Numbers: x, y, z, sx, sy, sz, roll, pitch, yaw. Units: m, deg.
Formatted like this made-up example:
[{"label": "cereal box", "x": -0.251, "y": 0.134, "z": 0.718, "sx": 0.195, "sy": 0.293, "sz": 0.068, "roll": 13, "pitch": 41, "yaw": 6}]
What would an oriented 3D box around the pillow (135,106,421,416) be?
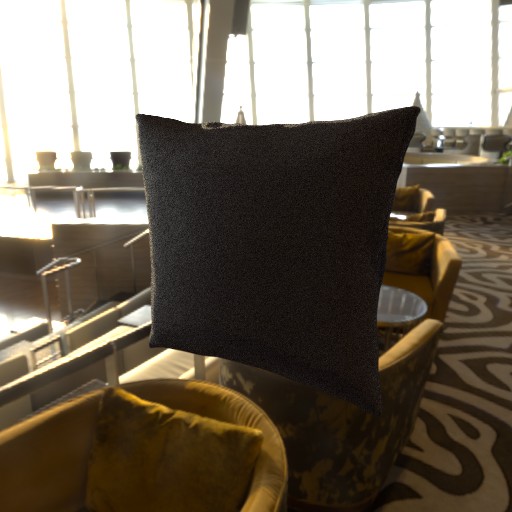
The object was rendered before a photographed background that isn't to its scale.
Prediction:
[{"label": "pillow", "x": 0.000, "y": 0.000, "z": 0.699, "sx": 0.452, "sy": 0.439, "sz": 0.204, "roll": 8, "pitch": 18, "yaw": 26}]
